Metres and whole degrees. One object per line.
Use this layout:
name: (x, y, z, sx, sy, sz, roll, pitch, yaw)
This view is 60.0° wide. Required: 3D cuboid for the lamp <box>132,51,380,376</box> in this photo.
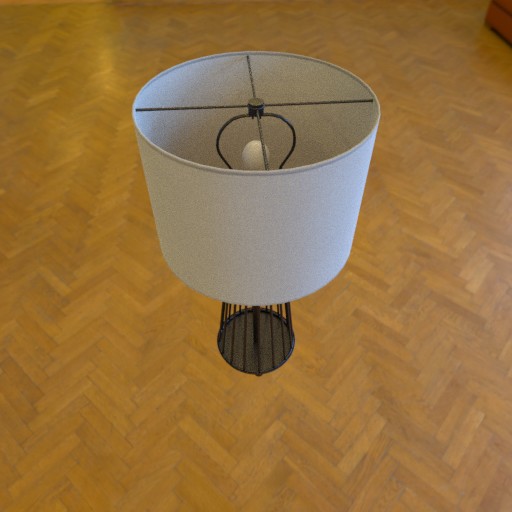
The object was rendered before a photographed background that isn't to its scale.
lamp: (0.000, 0.000, 0.797, 0.322, 0.593, 0.322, -3, 46, -3)
